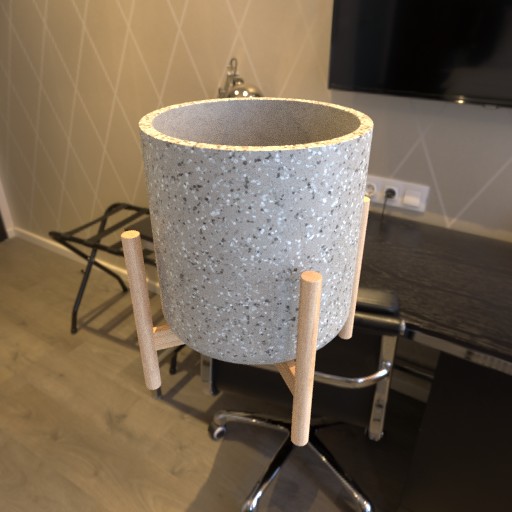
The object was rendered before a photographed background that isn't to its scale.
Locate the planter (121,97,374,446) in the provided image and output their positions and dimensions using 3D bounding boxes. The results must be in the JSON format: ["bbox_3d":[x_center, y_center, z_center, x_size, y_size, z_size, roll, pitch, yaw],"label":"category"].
[{"bbox_3d":[0.000,0.000,0.689,0.360,0.419,0.360,1,29,2],"label":"planter"}]
